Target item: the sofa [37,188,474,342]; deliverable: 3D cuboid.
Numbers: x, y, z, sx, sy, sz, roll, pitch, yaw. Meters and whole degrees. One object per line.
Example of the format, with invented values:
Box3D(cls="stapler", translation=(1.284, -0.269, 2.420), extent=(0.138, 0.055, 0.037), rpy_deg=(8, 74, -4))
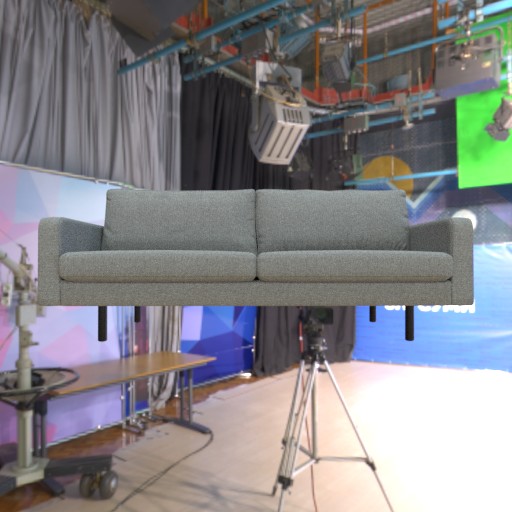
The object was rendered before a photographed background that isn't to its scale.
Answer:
Box3D(cls="sofa", translation=(0.000, 0.000, 2.623), extent=(2.200, 0.880, 0.880), rpy_deg=(0, -1, 0))
